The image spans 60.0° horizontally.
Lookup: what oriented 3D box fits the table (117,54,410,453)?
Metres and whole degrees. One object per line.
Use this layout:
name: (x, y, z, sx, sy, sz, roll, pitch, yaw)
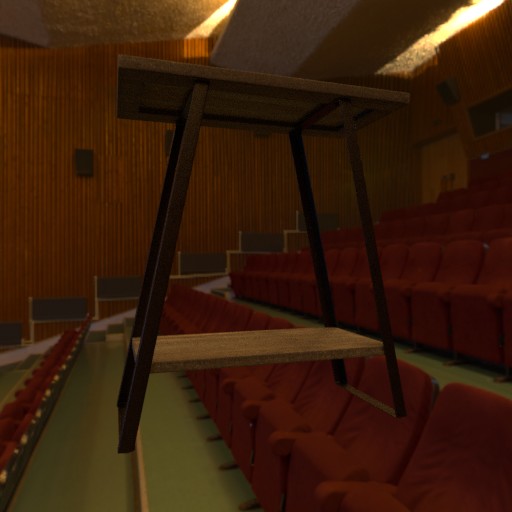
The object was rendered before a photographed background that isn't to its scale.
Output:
table: (0.000, 0.000, 1.003, 0.599, 0.701, 0.300, 0, 0, -18)
